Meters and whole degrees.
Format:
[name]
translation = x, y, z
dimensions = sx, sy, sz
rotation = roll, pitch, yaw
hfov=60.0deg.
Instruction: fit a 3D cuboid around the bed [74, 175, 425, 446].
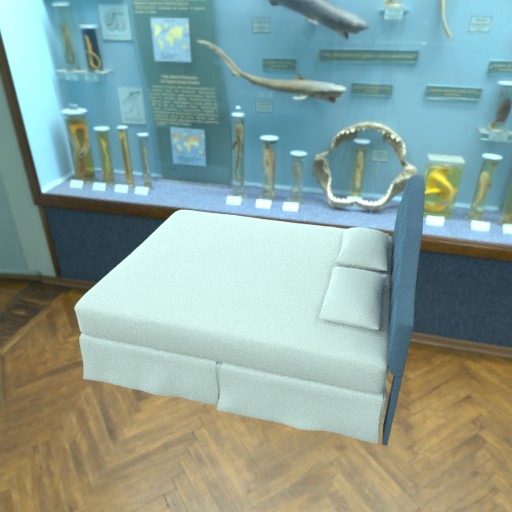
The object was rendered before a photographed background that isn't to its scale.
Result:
[bed]
translation = 0.000, 0.000, 3.822
dimensions = 2.477, 1.617, 2.039
rotation = 8, 31, 14
